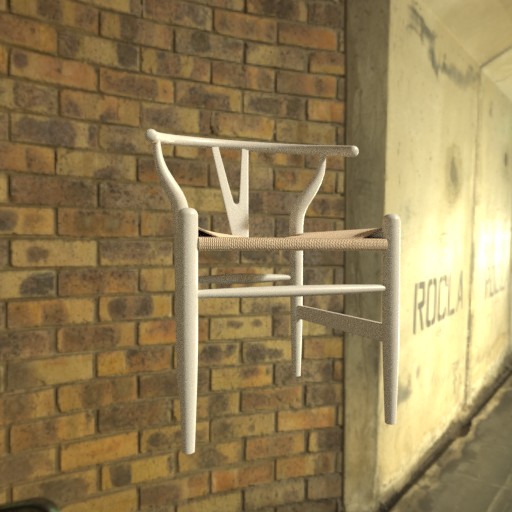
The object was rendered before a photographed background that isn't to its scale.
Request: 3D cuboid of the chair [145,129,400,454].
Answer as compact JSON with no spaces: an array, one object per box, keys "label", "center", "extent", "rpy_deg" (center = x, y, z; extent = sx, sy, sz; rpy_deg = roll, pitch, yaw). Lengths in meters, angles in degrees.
[{"label":"chair","center":[0.000,0.000,1.159],"extent":[0.569,0.730,0.579],"rpy_deg":[0,1,-18]}]
